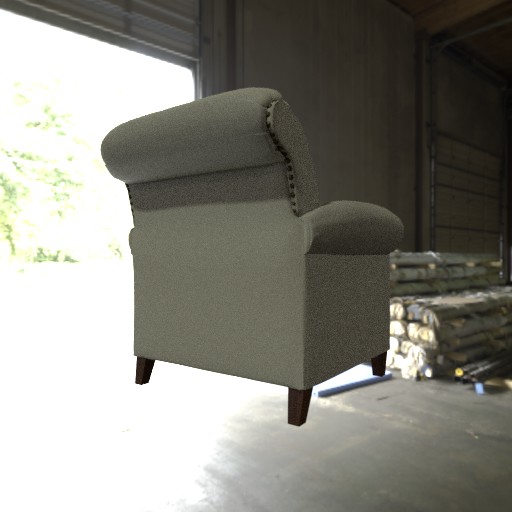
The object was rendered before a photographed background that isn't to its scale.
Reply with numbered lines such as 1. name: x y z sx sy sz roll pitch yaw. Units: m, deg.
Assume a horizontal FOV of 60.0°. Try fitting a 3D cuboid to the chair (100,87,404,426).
1. chair: 0.000 0.000 1.624 0.854 0.927 0.890 0 0 36
